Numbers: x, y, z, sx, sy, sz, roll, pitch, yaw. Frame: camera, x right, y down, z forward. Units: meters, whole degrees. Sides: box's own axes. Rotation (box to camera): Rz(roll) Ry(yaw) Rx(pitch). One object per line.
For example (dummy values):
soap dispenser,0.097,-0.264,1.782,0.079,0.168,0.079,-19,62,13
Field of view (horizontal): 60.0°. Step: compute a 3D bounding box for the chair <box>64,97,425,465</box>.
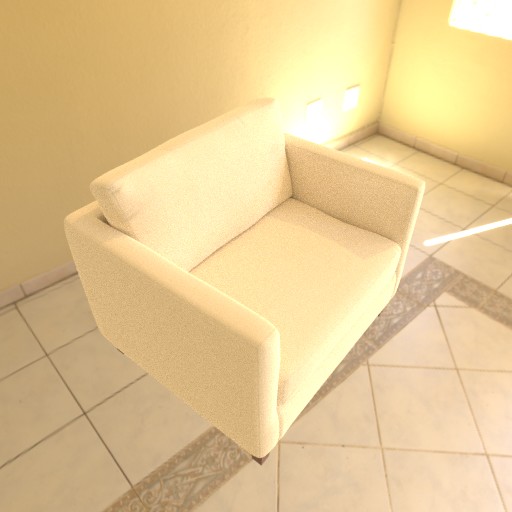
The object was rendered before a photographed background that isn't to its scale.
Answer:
chair,0.000,0.000,1.701,0.878,0.885,1.019,28,48,28
